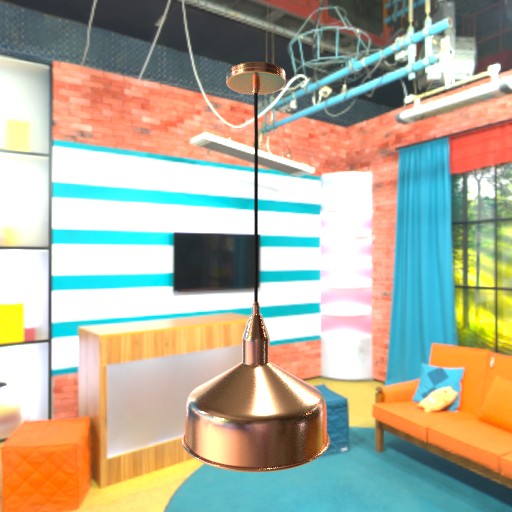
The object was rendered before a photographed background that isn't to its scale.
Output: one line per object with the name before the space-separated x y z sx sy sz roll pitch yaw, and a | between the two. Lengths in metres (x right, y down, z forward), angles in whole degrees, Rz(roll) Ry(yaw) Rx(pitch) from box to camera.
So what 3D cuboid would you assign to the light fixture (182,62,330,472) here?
light fixture | 0.000 0.000 0.920 0.301 0.754 0.301 0 0 17
